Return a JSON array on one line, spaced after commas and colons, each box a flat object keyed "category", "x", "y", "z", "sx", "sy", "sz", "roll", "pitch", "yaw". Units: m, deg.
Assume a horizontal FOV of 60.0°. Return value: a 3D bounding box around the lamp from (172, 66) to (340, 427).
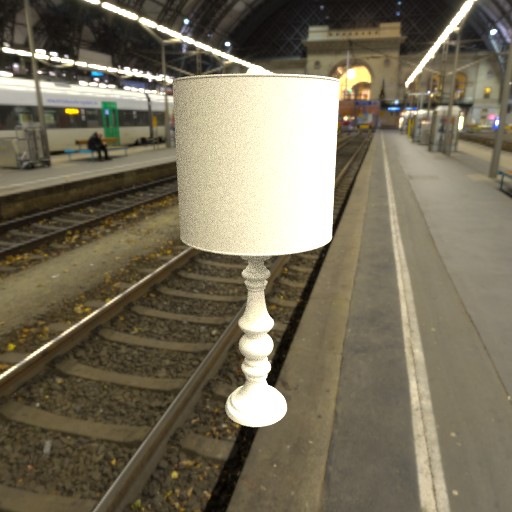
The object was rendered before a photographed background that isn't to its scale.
[{"category": "lamp", "x": 0.000, "y": 0.000, "z": 0.753, "sx": 0.250, "sy": 0.597, "sz": 0.250, "roll": -2, "pitch": 17, "yaw": -6}]
